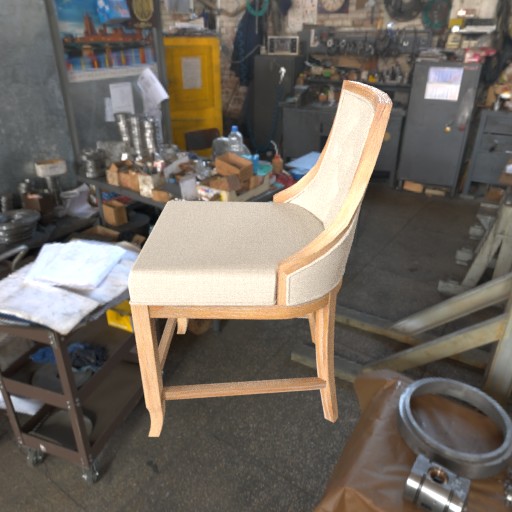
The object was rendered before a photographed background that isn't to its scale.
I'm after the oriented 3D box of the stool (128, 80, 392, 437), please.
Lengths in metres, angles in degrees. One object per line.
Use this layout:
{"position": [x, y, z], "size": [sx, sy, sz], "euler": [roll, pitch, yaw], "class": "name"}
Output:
{"position": [0.000, 0.000, 1.319], "size": [0.626, 0.938, 0.524], "euler": [0, 27, 1], "class": "stool"}
